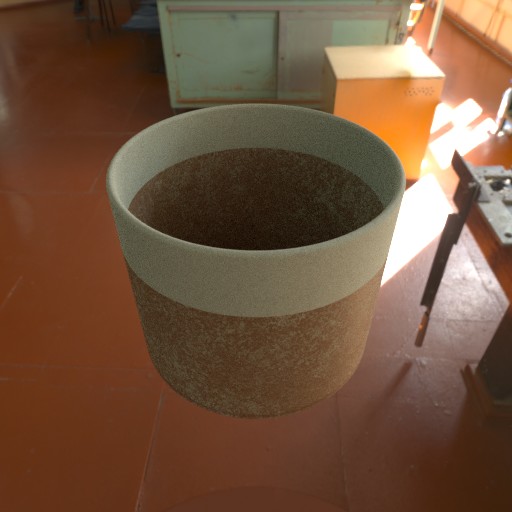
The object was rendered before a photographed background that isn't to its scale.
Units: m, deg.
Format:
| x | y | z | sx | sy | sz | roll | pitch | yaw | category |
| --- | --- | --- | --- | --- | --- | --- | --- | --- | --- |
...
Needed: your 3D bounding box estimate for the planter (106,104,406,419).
| x | y | z | sx | sy | sz | roll | pitch | yaw | category |
| --- | --- | --- | --- | --- | --- | --- | --- | --- | --- |
| 0.000 | 0.000 | 0.285 | 0.159 | 0.138 | 0.159 | 0 | 41 | 0 | planter |
